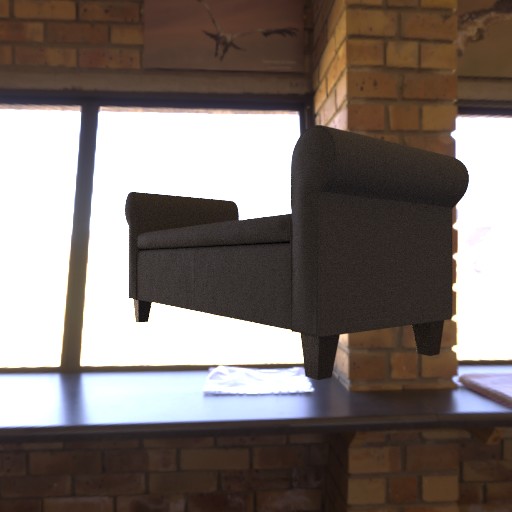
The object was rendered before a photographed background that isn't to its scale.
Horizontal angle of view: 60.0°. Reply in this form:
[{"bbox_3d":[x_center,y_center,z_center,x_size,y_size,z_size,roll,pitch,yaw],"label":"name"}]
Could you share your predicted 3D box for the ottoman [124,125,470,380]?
[{"bbox_3d":[0.000,0.000,1.541,0.521,0.547,1.256,0,-1,-35],"label":"ottoman"}]
